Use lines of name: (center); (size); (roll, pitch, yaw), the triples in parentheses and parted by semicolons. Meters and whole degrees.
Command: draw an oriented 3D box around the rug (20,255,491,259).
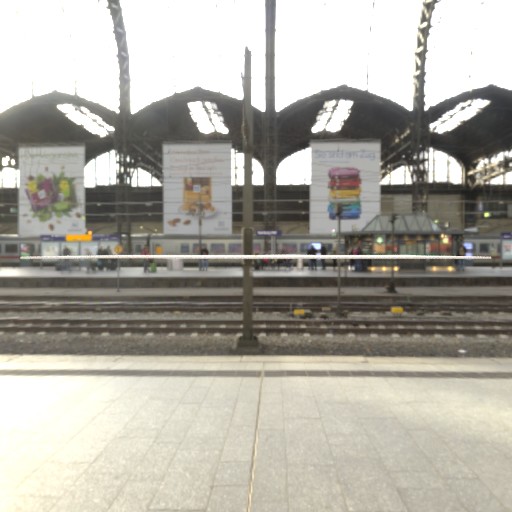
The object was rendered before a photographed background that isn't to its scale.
rug: (0.000, 0.000, 2.328); (1.825, 0.015, 1.232); (0, 0, 0)
